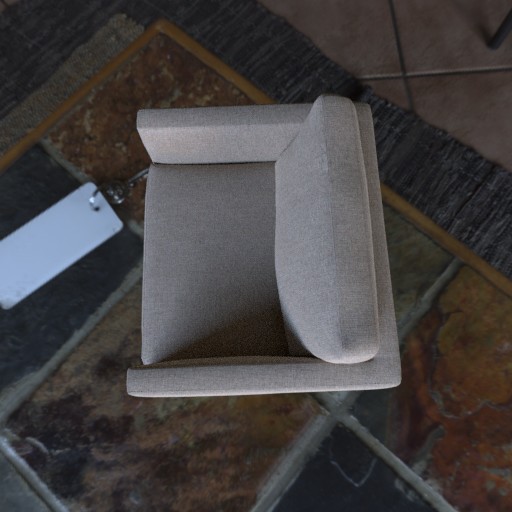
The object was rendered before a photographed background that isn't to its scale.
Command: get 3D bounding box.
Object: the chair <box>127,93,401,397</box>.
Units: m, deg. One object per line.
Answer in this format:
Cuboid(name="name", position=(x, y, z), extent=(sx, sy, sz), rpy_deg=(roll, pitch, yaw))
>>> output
Cuboid(name="chair", position=(0.000, 0.000, 1.879), extent=(0.959, 0.987, 1.107), rpy_deg=(-2, 75, -1))
